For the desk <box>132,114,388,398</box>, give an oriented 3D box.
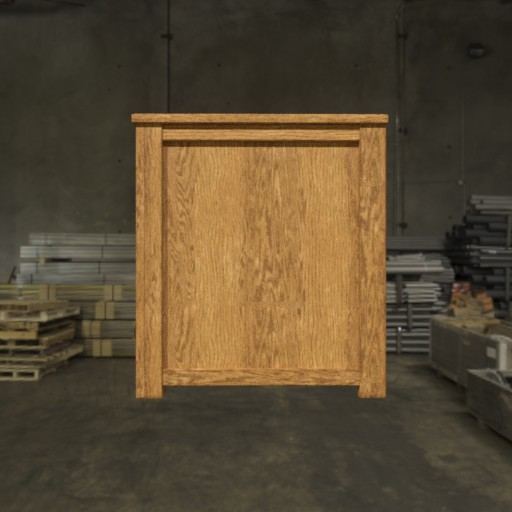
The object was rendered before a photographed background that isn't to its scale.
[{"bbox_3d":[0.000,0.000,1.947,0.685,0.751,1.567,0,0,0],"label":"desk"}]
